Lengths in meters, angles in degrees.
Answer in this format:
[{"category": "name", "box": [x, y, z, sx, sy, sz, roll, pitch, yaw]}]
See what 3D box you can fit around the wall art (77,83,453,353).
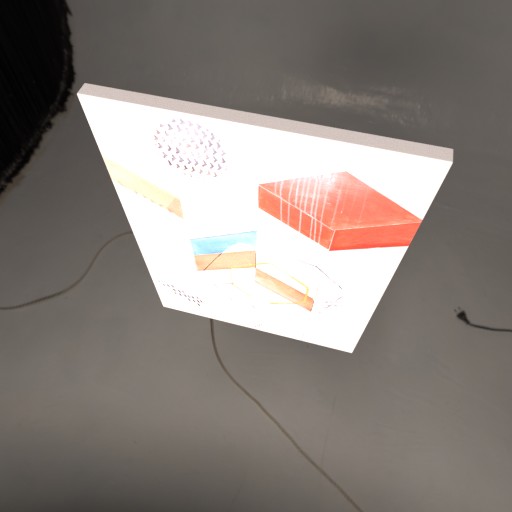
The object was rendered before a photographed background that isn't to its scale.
[{"category": "wall art", "box": [0.000, 0.000, 1.571, 0.914, 1.221, 0.046, 13, 59, 8]}]
